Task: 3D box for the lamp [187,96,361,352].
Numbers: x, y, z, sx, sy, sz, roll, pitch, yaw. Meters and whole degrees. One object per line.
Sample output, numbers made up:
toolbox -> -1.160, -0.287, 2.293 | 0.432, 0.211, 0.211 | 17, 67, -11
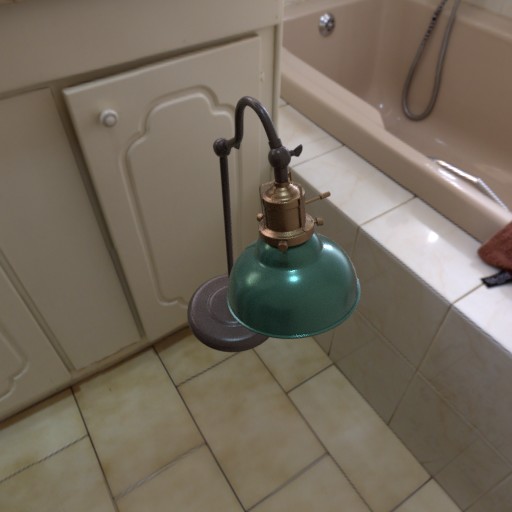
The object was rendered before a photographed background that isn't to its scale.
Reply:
lamp -> 0.000, 0.000, 0.681 | 0.192, 0.508, 0.374 | -23, 51, -20
